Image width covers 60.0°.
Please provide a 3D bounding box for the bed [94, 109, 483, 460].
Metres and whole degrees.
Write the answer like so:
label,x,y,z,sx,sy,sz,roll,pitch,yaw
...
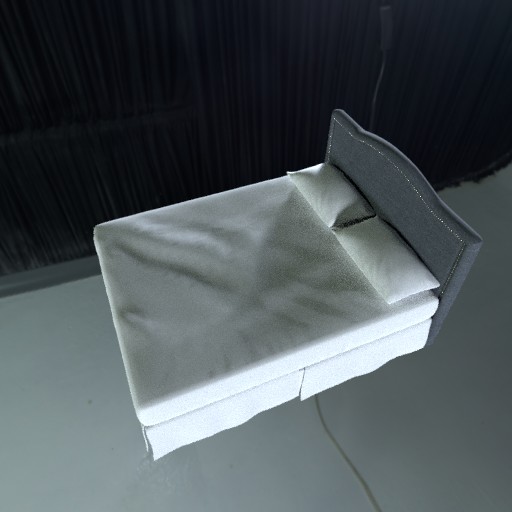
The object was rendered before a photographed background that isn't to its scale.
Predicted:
label,x,y,z,sx,sy,sz,roll,pitch,yaw
bed,0.000,0.000,3.907,2.689,1.457,2.161,-17,49,-15
